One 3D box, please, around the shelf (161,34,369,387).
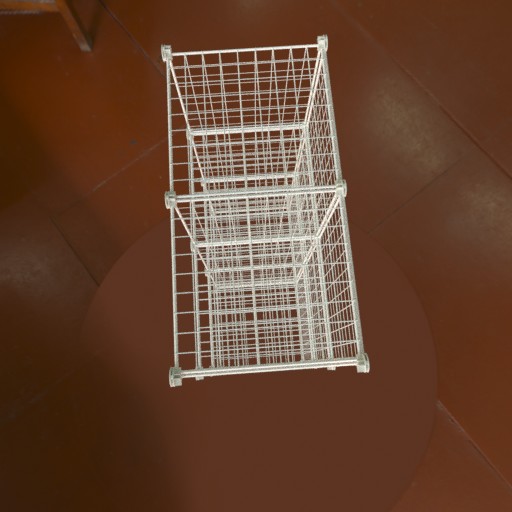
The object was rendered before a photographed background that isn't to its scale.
[{"bbox_3d":[0.000,0.000,1.383,0.356,1.067,0.711,-4,76,-1],"label":"shelf"}]
